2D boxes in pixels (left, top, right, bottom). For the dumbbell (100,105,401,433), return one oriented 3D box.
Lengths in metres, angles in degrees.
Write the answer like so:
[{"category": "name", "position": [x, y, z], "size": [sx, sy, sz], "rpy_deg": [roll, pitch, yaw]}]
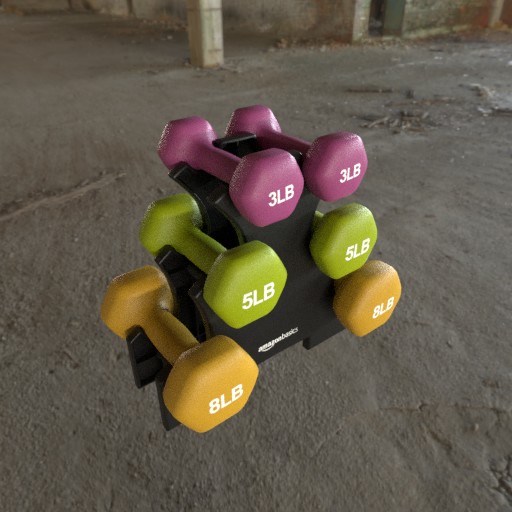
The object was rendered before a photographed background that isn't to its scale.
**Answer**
[{"category": "dumbbell", "position": [0.000, 0.000, 0.469], "size": [0.300, 0.271, 0.190], "rpy_deg": [-22, 38, -31]}]
